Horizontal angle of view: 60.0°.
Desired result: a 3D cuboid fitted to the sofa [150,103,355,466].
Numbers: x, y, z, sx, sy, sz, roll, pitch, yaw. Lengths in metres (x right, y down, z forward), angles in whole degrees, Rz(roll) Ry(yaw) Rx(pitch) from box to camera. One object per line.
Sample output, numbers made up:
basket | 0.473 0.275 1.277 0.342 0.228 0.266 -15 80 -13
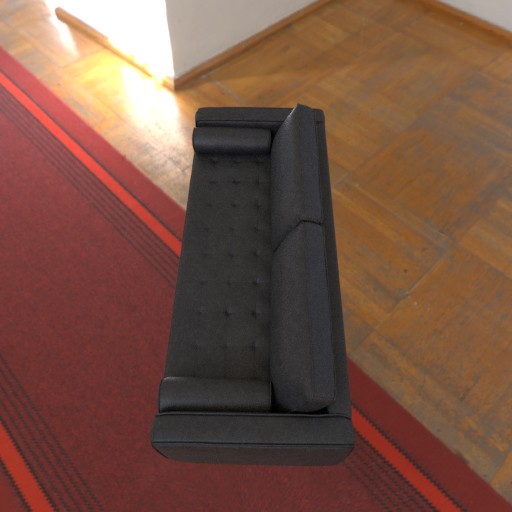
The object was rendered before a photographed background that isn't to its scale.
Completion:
sofa | 0.000 0.000 2.621 0.914 0.762 2.210 1 57 1
